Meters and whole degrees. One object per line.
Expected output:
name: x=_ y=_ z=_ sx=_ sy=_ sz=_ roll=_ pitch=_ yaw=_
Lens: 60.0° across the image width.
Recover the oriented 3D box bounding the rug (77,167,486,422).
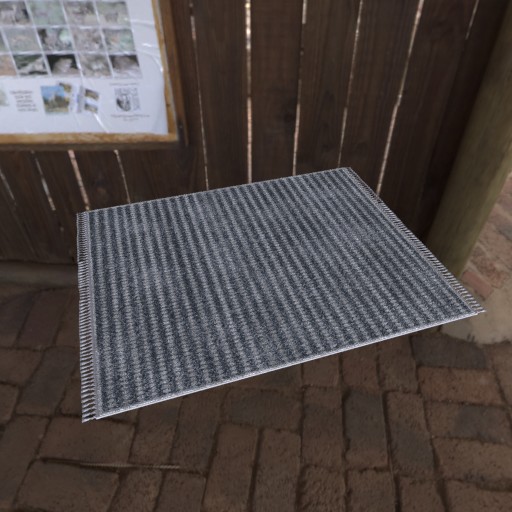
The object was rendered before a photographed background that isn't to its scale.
rug: x=0.000 y=0.000 z=3.791 sx=2.910 sy=0.013 sz=2.256 roll=-12 pitch=42 yaw=-13
